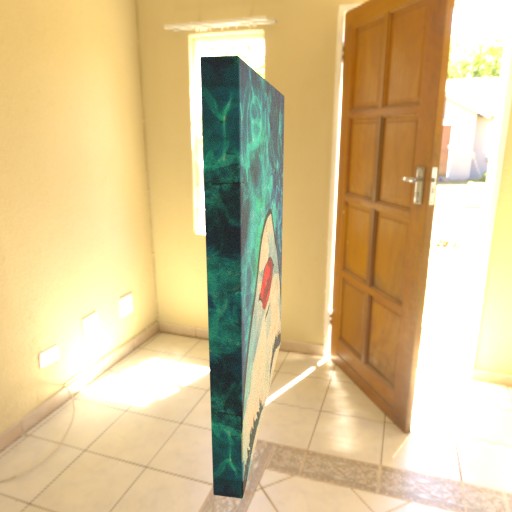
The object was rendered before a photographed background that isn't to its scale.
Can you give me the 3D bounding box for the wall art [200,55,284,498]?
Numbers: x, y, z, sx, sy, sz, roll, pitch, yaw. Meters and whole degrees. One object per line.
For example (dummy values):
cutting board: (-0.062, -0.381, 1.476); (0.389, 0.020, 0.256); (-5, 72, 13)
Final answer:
wall art: (0.000, 0.000, 0.692); (0.038, 0.508, 0.432); (2, 15, 9)
